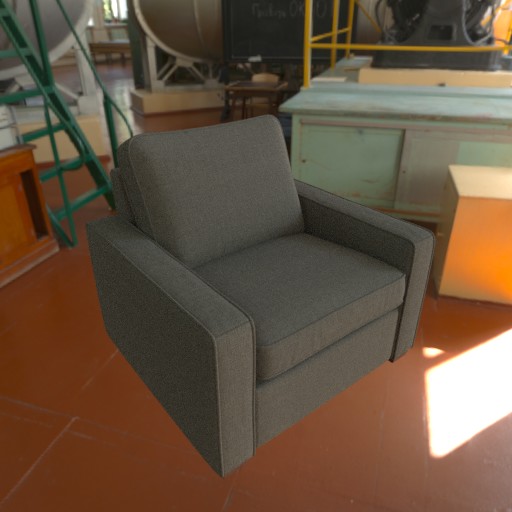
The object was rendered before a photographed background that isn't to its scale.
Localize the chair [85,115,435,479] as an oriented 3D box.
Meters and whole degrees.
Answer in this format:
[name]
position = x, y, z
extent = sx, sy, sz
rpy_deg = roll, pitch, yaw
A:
[chair]
position = 0.000, 0.000, 1.729
extent = 1.017, 0.919, 0.940
rpy_deg = -21, 35, -33
